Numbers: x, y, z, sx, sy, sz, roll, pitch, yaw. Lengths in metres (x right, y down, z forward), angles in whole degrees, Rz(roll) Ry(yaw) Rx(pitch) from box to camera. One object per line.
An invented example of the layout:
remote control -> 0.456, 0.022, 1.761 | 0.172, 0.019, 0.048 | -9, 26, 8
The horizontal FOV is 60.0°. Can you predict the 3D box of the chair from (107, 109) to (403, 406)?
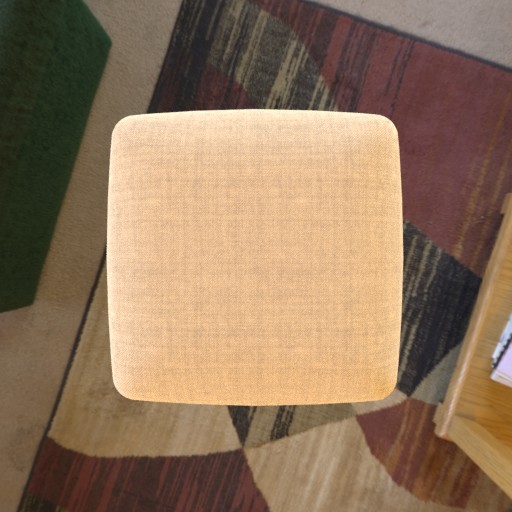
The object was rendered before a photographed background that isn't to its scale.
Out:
chair -> 0.000, 0.000, 0.698 | 0.350, 0.440, 0.350 | 0, 91, 1
